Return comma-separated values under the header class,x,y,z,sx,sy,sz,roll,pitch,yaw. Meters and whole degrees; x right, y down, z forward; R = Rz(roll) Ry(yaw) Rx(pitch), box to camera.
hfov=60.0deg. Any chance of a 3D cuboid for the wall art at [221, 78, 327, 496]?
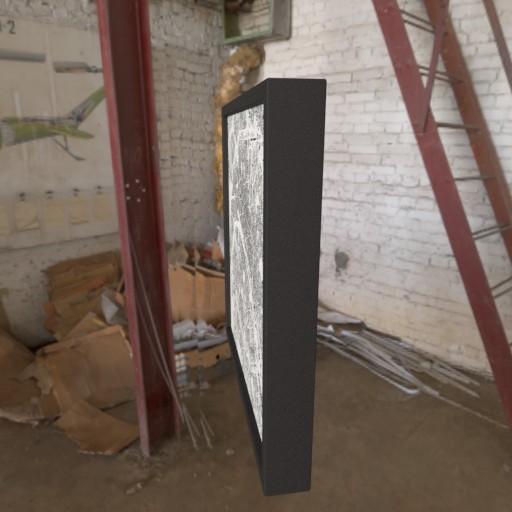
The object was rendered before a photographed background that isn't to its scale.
class,x,y,z,sx,sy,sz,roll,pitch,yaw
wall art,0.000,0.000,0.452,0.037,0.305,0.305,-3,16,-9
